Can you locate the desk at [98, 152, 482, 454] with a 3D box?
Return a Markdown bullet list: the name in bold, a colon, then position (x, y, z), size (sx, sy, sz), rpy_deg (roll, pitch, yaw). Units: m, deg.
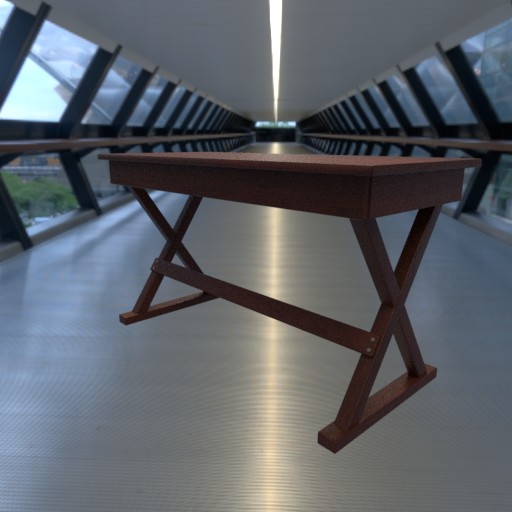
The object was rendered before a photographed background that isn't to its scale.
- **desk**: position (0.000, 0.000, 1.727), size (0.600, 0.761, 1.372), rpy_deg (-13, 19, -41)
